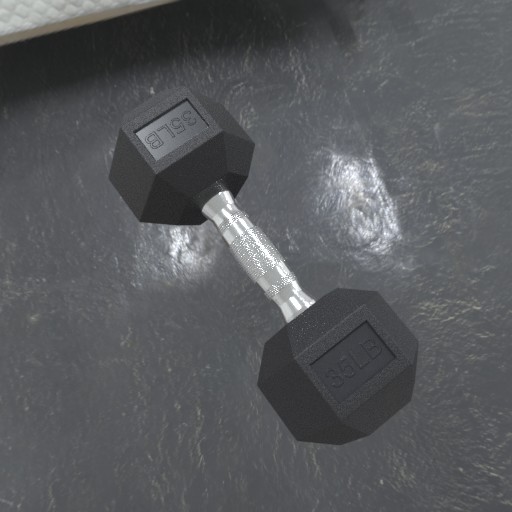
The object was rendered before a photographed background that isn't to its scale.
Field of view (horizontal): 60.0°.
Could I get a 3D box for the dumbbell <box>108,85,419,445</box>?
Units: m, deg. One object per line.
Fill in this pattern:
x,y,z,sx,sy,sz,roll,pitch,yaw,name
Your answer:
0.000,0.000,0.424,0.141,0.123,0.356,-36,78,-9,dumbbell
